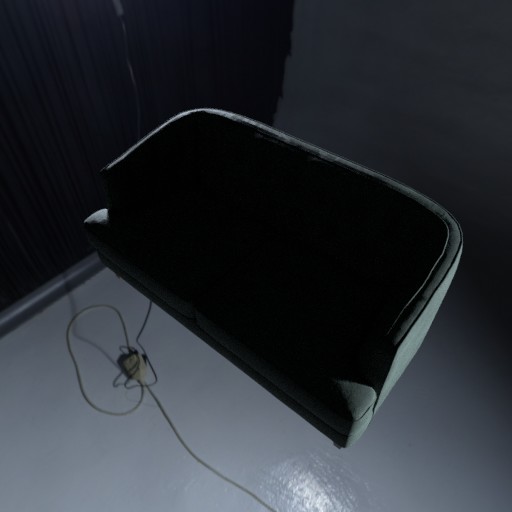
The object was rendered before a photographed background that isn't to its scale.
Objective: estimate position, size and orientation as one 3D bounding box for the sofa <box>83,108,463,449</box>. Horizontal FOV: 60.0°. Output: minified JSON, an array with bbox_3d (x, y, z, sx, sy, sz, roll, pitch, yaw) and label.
[{"bbox_3d":[0.000,0.000,2.254,1.733,0.855,0.941,31,53,27],"label":"sofa"}]
